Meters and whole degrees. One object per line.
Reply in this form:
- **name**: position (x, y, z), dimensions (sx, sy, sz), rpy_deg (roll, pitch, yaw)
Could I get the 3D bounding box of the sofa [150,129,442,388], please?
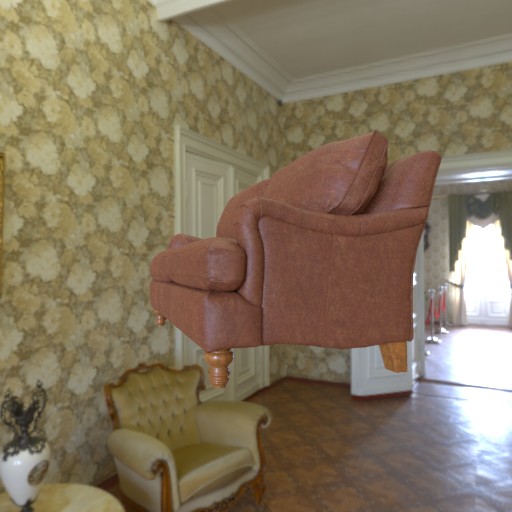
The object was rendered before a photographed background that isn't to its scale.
- **sofa**: position (0.000, 0.000, 2.802), dimensions (1.147, 1.071, 2.144), rpy_deg (1, -2, -19)
